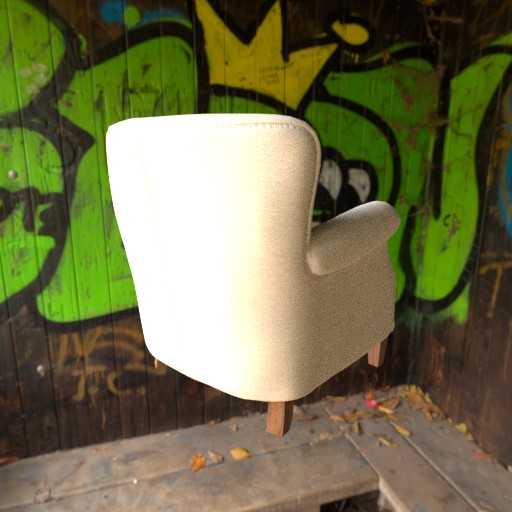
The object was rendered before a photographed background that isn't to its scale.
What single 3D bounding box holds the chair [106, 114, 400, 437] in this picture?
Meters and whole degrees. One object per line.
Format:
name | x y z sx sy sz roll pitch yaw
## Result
chair | 0.000 0.000 1.607 0.861 0.936 0.921 13 20 42
